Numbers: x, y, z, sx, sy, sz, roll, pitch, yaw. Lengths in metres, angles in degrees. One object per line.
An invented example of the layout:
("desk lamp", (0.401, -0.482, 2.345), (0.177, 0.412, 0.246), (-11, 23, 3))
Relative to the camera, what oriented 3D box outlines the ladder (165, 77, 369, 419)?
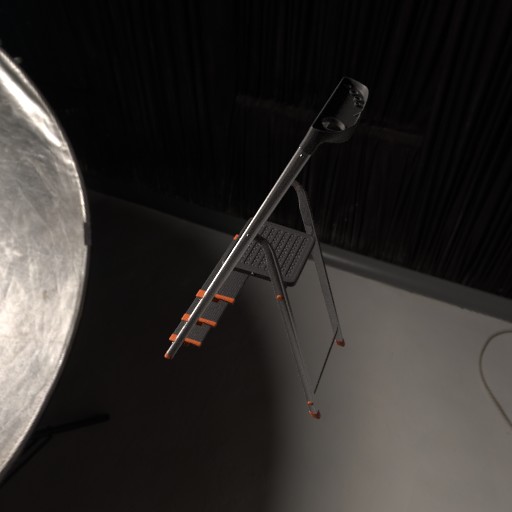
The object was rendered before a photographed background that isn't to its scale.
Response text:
("ladder", (0.000, 0.000, 1.794), (0.834, 1.429, 0.452), (17, 49, 16))
